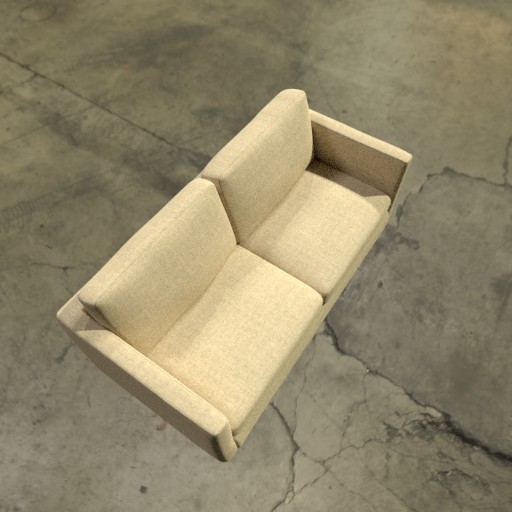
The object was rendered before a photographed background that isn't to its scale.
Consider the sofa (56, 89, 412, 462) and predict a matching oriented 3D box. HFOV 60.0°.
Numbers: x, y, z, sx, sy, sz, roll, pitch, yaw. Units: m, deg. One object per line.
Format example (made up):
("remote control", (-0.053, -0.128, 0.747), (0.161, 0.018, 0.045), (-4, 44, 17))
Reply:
("sofa", (0.000, 0.000, 2.477), (0.950, 0.963, 1.884), (30, 62, 18))
